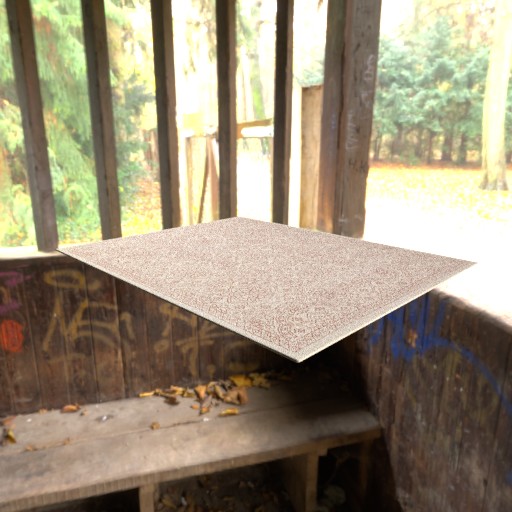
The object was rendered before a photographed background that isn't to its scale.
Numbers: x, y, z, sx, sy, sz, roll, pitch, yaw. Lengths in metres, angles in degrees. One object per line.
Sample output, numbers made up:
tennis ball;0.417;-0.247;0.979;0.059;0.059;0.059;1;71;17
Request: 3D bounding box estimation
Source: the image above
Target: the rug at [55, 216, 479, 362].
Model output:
rug;0.000;0.000;4.061;2.441;0.015;3.050;-15;22;-43
